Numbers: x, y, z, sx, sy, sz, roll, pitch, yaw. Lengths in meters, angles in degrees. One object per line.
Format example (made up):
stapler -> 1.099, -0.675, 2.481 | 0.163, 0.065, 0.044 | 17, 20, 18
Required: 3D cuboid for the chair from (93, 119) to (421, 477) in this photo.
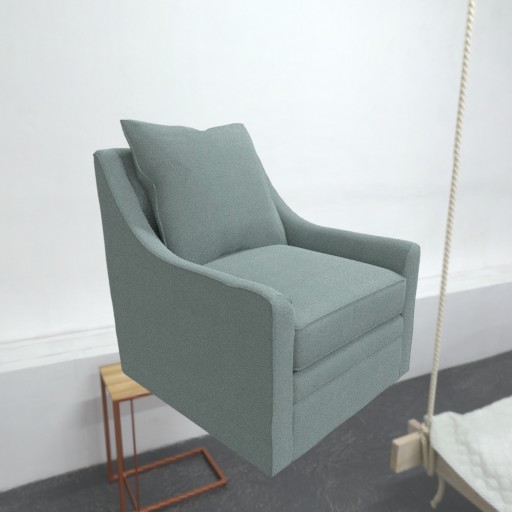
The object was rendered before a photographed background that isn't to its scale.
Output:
chair -> 0.000, 0.000, 1.561 | 0.870, 0.926, 0.760 | 14, 20, 43
